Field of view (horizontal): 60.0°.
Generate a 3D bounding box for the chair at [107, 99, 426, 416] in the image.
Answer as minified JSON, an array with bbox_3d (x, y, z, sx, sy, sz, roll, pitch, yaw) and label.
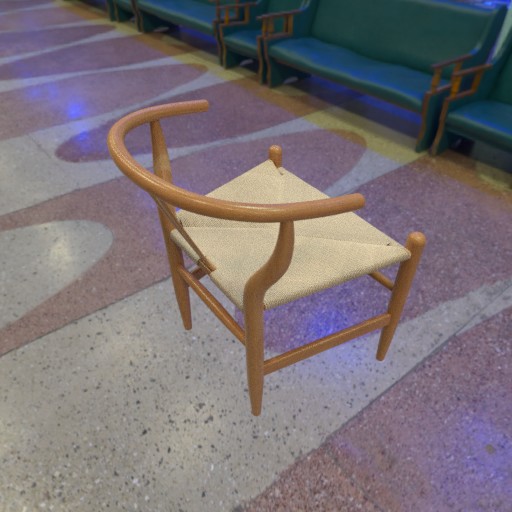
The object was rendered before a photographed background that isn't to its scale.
[{"bbox_3d":[0.000,0.000,1.129,0.579,0.730,0.569,-26,48,-27],"label":"chair"}]
